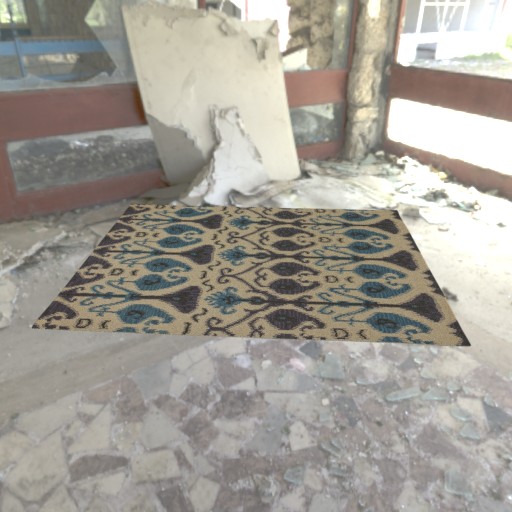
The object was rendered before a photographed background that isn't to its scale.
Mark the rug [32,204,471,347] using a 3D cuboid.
[{"bbox_3d":[0.000,0.000,4.288,3.228,0.024,2.443,2,29,3],"label":"rug"}]
